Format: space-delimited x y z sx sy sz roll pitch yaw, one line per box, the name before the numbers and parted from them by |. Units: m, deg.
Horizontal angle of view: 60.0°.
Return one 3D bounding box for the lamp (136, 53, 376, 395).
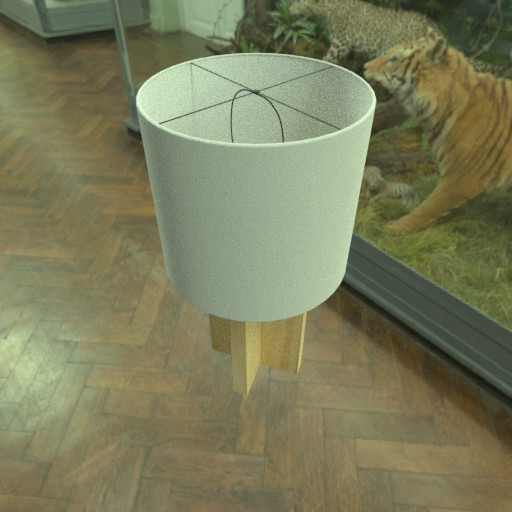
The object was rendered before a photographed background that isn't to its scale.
lamp | 0.000 0.000 0.570 0.229 0.428 0.229 13 43 14
